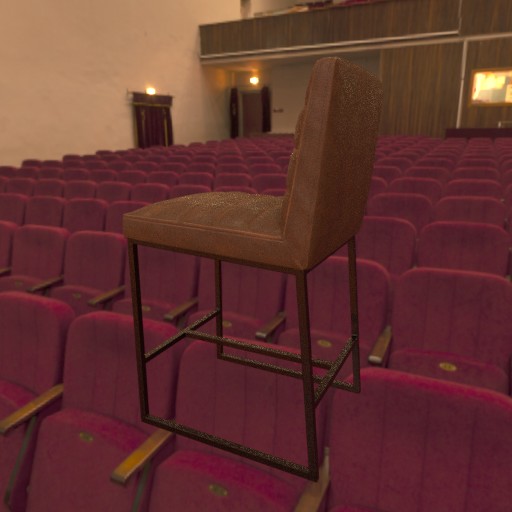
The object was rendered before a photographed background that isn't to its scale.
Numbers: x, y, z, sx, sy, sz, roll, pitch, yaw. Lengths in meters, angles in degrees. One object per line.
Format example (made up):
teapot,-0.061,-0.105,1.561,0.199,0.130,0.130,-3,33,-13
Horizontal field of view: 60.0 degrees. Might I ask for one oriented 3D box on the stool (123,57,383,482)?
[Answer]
stool,0.000,0.000,1.230,0.562,0.942,0.463,7,17,25
